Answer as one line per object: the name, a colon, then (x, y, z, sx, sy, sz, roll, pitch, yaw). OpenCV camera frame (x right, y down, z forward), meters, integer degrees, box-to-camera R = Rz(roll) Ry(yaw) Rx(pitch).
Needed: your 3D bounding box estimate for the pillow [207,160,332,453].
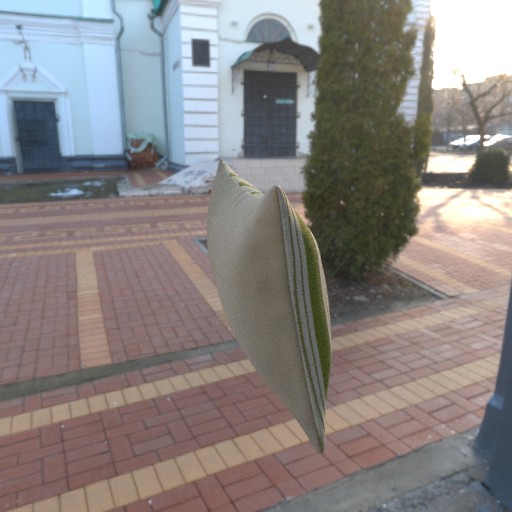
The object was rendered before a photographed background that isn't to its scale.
pillow: (0.000, 0.000, 0.731, 0.156, 0.292, 0.608, -2, 15, -9)
